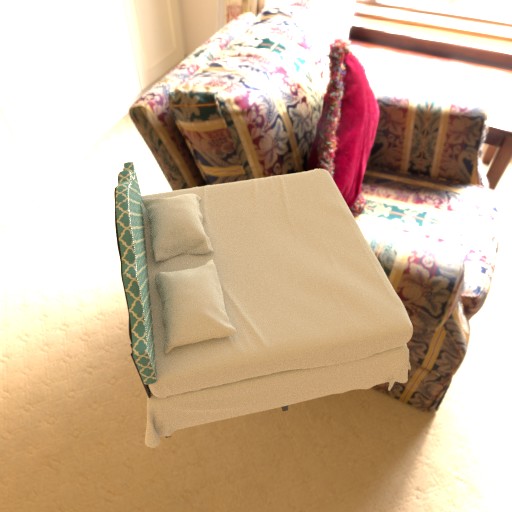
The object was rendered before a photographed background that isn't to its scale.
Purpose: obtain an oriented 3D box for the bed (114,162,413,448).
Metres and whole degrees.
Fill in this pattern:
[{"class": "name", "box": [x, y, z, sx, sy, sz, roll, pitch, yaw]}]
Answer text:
[{"class": "bed", "box": [0.000, 0.000, 3.756, 2.222, 1.601, 2.314, -10, 49, -9]}]
